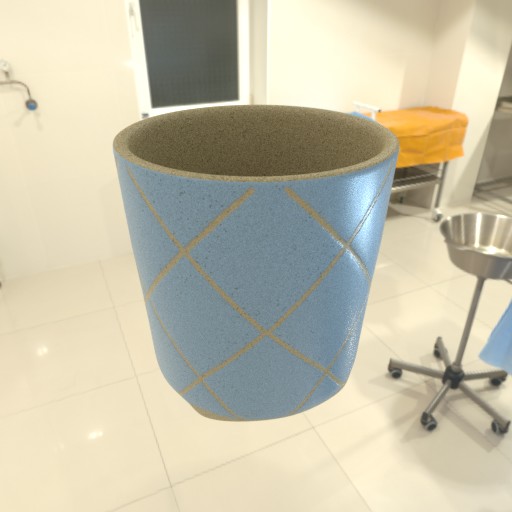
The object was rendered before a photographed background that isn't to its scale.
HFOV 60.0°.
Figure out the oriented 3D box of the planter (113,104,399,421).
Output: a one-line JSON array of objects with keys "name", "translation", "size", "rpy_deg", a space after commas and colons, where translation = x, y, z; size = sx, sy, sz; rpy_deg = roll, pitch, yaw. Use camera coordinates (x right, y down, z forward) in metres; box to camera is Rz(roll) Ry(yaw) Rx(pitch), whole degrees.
[{"name": "planter", "translation": [0.000, 0.000, 0.422], "size": [0.227, 0.235, 0.227], "rpy_deg": [0, 30, 0]}]
